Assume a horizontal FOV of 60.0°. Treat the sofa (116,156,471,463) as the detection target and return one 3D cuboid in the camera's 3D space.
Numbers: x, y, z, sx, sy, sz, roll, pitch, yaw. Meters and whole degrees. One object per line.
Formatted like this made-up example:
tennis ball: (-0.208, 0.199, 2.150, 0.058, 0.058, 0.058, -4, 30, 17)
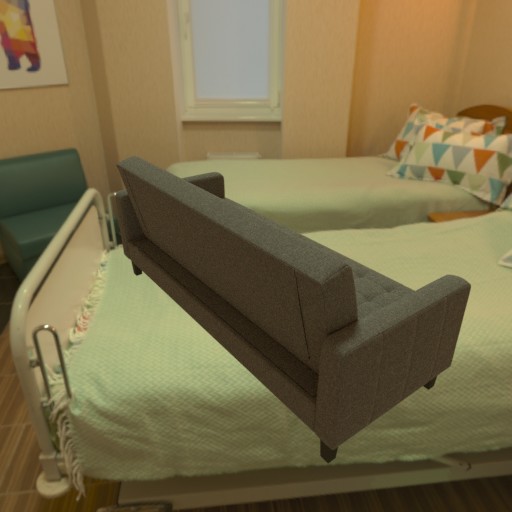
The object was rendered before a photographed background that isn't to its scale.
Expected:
sofa: (0.000, 0.000, 2.451, 0.810, 0.850, 2.040, -19, 33, -32)
